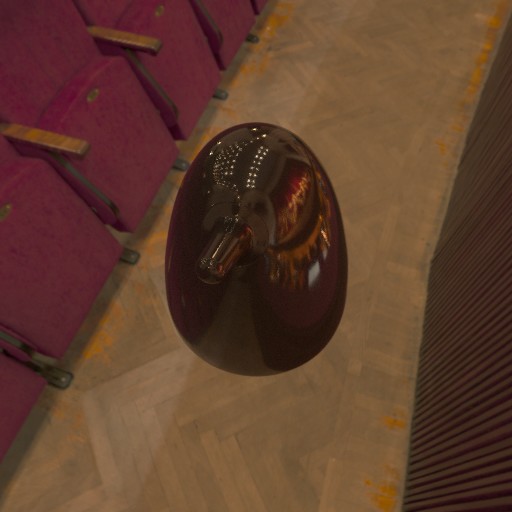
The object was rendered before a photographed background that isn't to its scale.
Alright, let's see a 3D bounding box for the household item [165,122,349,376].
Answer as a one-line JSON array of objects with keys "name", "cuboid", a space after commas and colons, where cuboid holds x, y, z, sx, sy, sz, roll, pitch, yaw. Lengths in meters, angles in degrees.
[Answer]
[{"name": "household item", "cuboid": [0.000, 0.000, 0.225, 0.102, 0.152, 0.104, 16, 59, 10]}]
